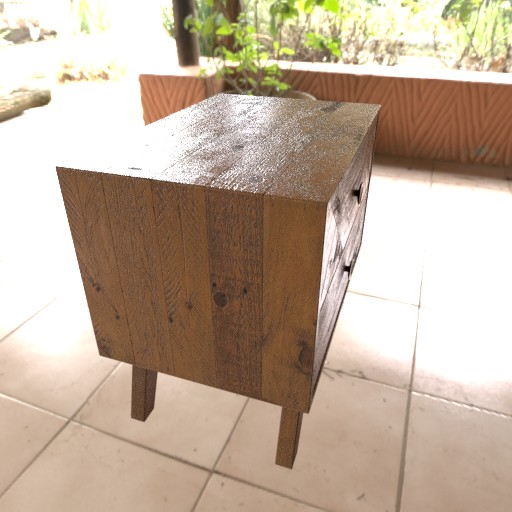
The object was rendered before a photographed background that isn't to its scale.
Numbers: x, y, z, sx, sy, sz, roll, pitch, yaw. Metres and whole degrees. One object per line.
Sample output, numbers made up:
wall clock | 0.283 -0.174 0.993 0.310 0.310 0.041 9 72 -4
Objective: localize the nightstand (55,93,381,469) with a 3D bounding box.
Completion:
nightstand | 0.000 0.000 1.052 0.450 0.599 0.650 10 32 17
